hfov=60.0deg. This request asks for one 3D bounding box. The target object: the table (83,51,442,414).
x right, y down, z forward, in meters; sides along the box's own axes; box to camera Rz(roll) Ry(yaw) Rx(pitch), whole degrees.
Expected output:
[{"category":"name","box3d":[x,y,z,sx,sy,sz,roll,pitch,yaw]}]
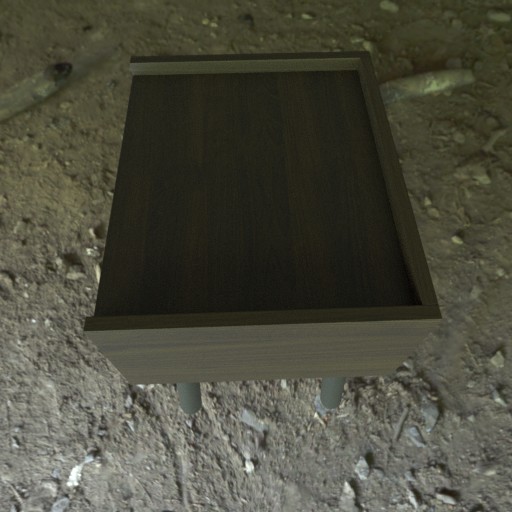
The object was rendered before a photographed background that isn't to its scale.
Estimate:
[{"category":"table","box3d":[0.000,0.000,0.773,0.370,0.470,0.450,-2,59,-1]}]
